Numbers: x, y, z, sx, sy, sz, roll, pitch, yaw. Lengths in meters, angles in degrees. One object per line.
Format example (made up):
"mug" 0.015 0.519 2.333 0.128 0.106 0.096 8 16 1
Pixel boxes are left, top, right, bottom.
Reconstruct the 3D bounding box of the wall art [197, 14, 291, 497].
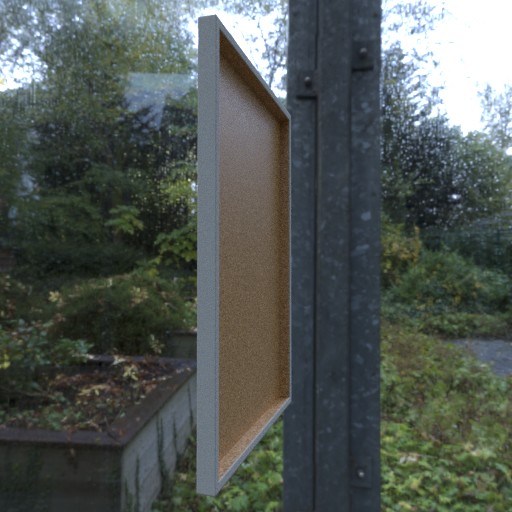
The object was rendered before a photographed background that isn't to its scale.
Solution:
"wall art" 0.000 0.000 1.134 0.038 0.914 0.610 0 -1 18
